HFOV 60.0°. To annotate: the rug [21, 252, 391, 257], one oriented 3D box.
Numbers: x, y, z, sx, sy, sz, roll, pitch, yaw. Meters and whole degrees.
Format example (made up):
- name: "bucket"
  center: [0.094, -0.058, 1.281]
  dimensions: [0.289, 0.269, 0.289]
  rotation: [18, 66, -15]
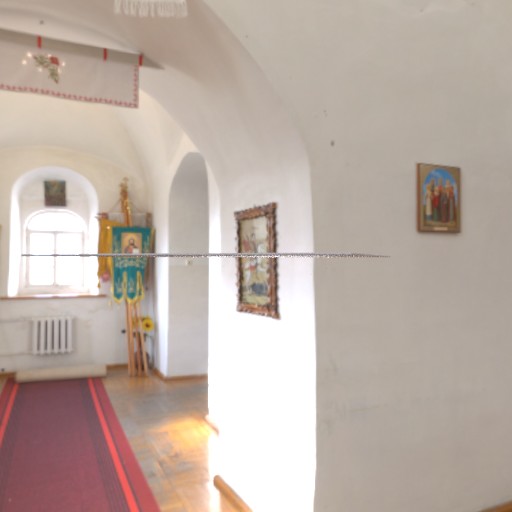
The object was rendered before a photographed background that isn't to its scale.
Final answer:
- name: "rug"
  center: [0.000, 0.000, 2.865]
  dimensions: [1.555, 0.011, 2.232]
  rotation: [0, 0, 20]
